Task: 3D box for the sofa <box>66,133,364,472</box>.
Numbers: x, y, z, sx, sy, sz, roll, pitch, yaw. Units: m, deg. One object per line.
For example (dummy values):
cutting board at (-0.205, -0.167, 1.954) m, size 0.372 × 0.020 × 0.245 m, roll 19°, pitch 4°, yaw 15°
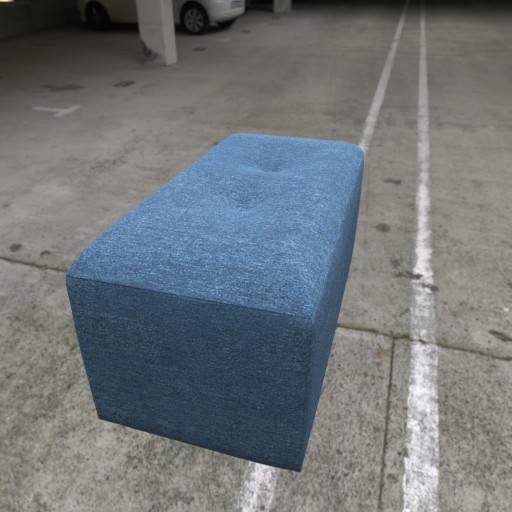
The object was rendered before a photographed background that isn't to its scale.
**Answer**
sofa at (0.000, 0.000, 1.208) m, size 0.480 × 0.470 × 0.930 m, roll 9°, pitch 32°, yaw 15°
